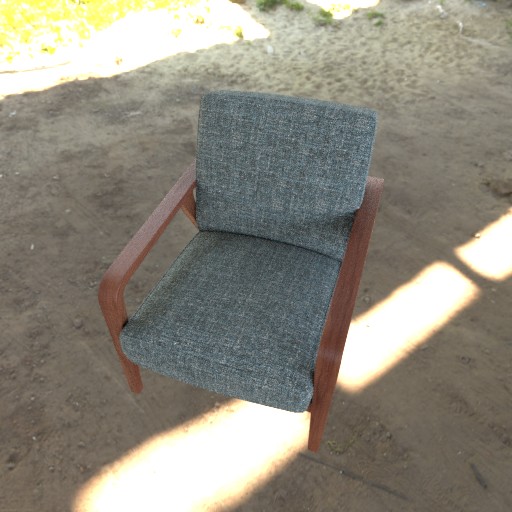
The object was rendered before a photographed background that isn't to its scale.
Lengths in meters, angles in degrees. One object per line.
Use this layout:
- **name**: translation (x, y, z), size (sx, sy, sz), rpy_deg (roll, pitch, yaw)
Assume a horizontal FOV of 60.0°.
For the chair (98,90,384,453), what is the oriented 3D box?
- **chair**: translation (0.000, 0.000, 1.519), size (0.719, 0.864, 0.889), rpy_deg (13, 42, 14)
